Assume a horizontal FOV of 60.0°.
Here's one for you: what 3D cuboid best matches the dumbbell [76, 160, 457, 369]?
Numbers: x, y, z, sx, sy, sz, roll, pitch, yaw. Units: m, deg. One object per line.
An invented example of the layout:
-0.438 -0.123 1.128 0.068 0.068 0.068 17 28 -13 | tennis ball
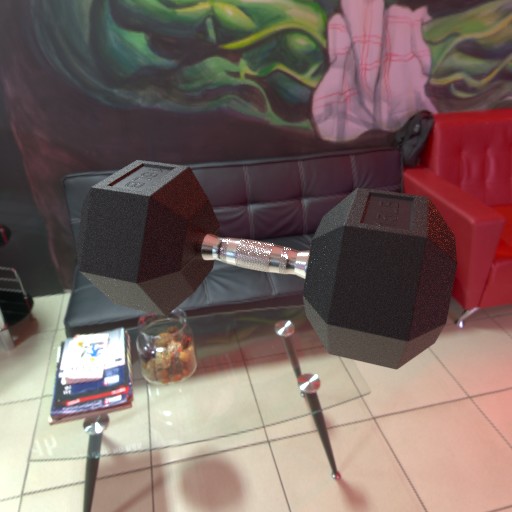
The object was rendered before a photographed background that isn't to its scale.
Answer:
0.000 0.000 0.338 0.271 0.106 0.122 10 33 16 | dumbbell
